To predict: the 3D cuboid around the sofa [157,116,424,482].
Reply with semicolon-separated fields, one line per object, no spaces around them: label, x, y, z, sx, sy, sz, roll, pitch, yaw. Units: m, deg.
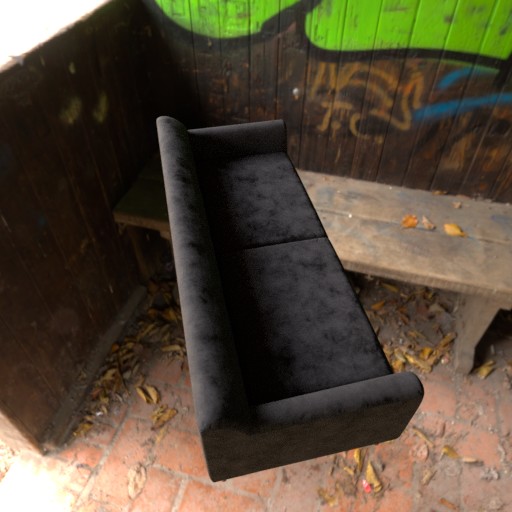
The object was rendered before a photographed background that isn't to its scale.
sofa;0.000;0.000;2.562;0.900;0.740;2.190;-9;47;-9
